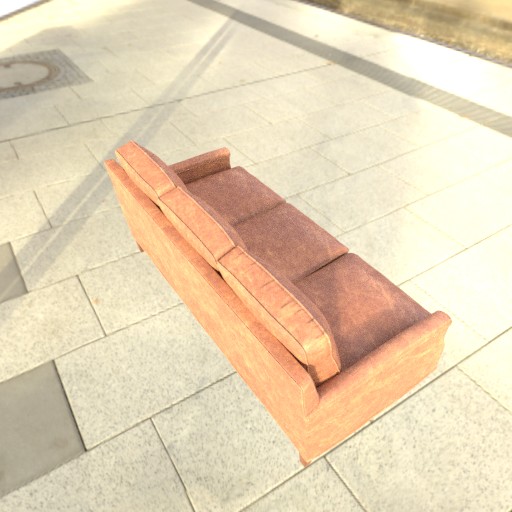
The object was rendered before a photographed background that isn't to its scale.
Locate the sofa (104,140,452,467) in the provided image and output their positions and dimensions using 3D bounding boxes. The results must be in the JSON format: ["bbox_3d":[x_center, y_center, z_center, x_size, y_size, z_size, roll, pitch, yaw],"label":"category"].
[{"bbox_3d":[0.000,0.000,2.849,1.084,1.003,2.246,-25,47,-25],"label":"sofa"}]
